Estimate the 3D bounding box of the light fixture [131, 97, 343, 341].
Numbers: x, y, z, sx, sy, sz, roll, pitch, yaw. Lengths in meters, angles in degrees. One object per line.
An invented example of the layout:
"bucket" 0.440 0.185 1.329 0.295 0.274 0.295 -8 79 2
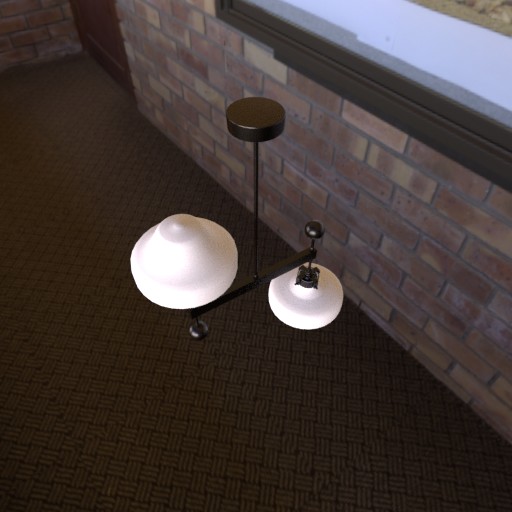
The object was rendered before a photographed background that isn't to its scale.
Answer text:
"light fixture" 0.000 0.000 1.037 0.422 0.743 0.489 16 50 14
